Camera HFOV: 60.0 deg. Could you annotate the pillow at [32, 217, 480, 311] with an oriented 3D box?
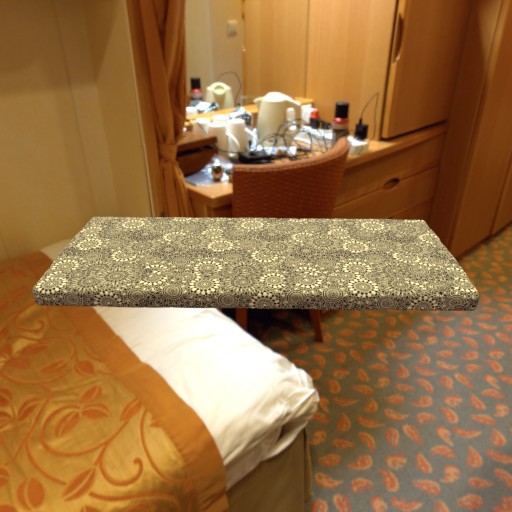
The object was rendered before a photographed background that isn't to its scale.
[{"bbox_3d":[0.000,0.000,1.344,1.187,0.081,0.492,1,29,1],"label":"pillow"}]
